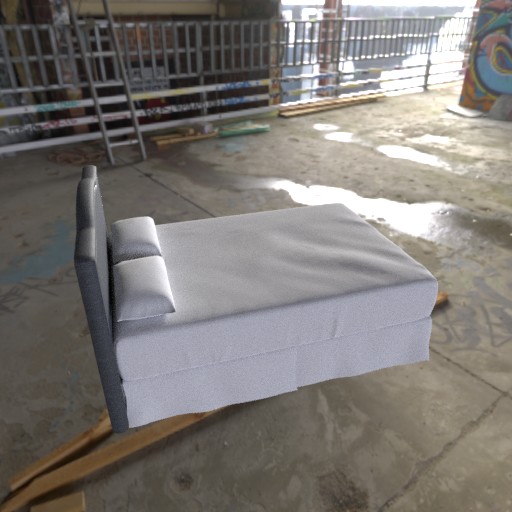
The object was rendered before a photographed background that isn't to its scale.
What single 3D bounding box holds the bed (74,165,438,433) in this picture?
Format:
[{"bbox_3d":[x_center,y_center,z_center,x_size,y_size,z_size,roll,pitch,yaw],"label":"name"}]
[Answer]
[{"bbox_3d":[0.000,0.000,3.626,2.507,1.441,1.747,-9,31,-15],"label":"bed"}]
